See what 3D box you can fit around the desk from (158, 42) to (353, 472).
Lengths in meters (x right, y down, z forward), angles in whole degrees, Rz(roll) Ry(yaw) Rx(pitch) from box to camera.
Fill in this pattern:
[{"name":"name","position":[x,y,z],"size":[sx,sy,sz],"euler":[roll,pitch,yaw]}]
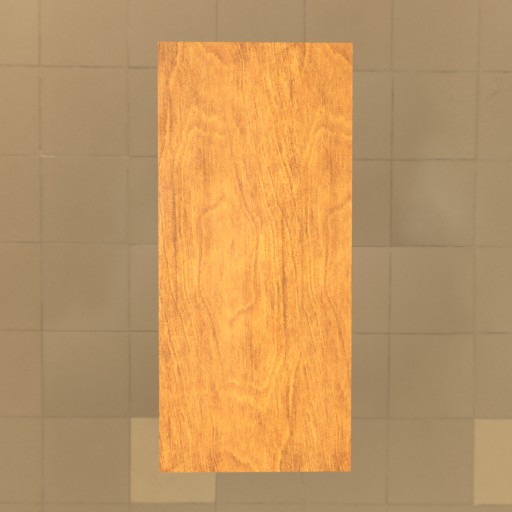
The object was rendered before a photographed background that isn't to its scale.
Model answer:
[{"name":"desk","position":[0.000,0.000,1.428],"size":[0.470,0.762,1.016],"euler":[0,91,-1]}]
